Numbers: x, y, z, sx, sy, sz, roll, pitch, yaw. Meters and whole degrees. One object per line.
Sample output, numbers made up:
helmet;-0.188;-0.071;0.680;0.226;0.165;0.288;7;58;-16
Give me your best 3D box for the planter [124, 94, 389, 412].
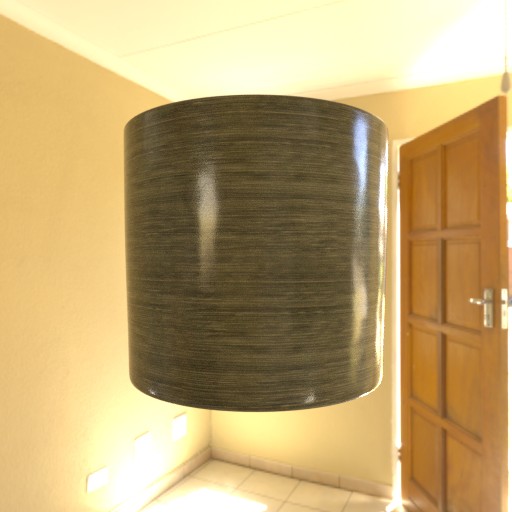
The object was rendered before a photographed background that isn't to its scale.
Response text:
planter;0.000;0.000;0.386;0.221;0.201;0.221;0;0;0
